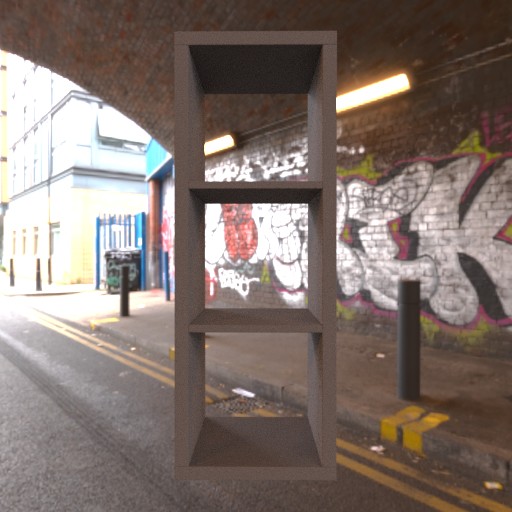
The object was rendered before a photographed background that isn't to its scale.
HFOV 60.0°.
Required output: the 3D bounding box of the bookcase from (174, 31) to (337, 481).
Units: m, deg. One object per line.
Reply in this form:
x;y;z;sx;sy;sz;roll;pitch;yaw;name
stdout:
0.000;0.000;1.230;0.390;1.080;0.330;0;0;0;bookcase
